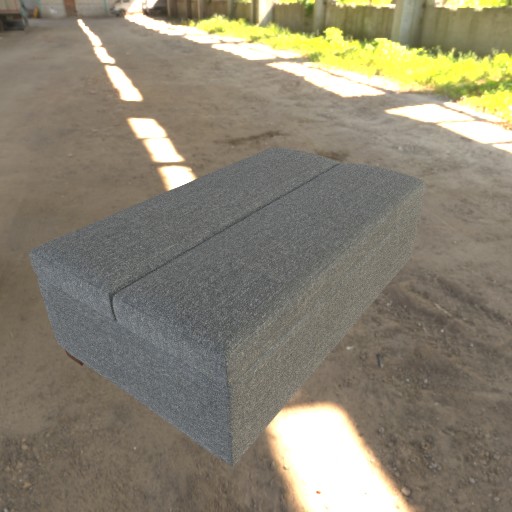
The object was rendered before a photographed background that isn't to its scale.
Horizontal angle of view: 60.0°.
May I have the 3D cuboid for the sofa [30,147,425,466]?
[{"bbox_3d":[0.000,0.000,1.572,0.782,0.417,1.198,21,36,31],"label":"sofa"}]
